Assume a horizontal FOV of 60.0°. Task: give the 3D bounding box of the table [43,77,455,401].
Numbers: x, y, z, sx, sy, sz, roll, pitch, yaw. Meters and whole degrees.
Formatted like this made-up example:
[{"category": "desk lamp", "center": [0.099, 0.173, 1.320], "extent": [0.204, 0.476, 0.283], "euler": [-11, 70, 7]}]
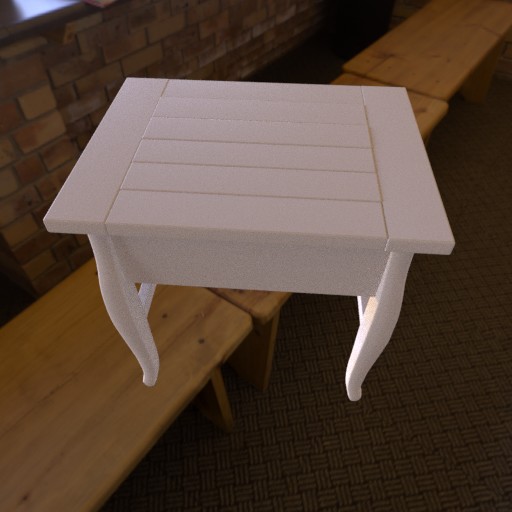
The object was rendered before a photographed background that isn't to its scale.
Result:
[{"category": "table", "center": [0.000, 0.000, 1.015], "extent": [0.599, 0.605, 0.463], "euler": [3, 47, 3]}]
